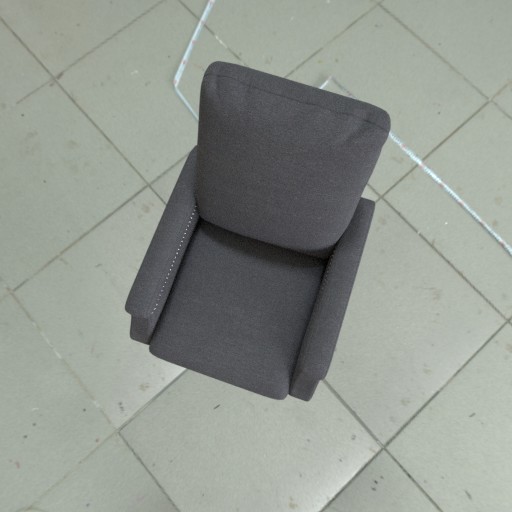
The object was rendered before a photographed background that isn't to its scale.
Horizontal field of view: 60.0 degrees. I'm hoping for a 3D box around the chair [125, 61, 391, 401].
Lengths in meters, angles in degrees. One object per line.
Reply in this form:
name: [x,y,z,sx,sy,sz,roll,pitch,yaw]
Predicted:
chair: [0.000,0.000,1.624,0.710,1.049,0.922,18,77,5]
